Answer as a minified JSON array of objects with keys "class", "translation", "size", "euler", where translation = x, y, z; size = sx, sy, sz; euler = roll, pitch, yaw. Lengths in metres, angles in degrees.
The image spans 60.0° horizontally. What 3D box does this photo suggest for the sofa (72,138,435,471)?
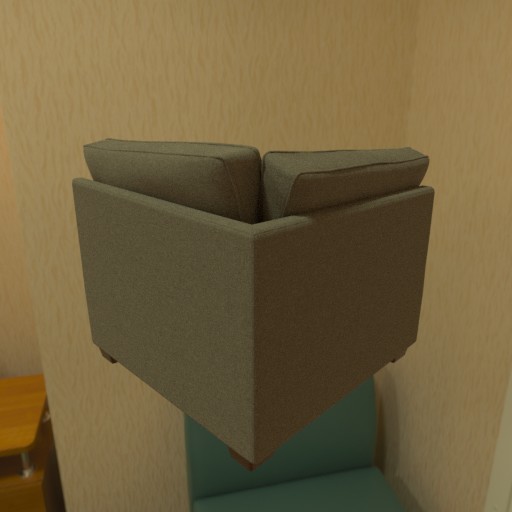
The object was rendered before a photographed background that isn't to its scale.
[{"class":"sofa","translation":[0.000,0.000,1.835],"size":[1.050,0.951,1.042],"euler":[-16,24,-42]}]
